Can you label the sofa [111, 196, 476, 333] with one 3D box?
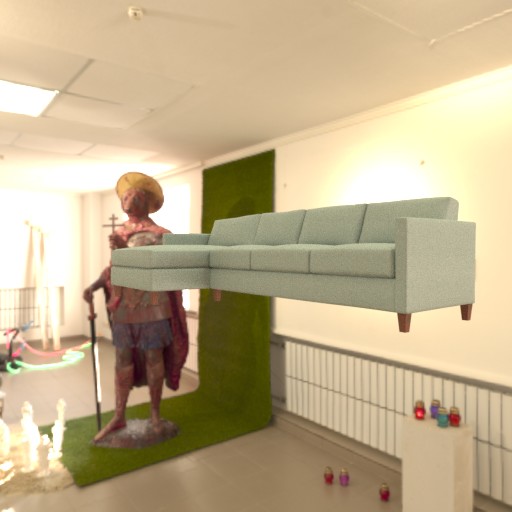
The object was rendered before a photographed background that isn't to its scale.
[{"bbox_3d":[0.000,0.000,4.233,1.600,0.953,3.470,-1,1,-38],"label":"sofa"}]
